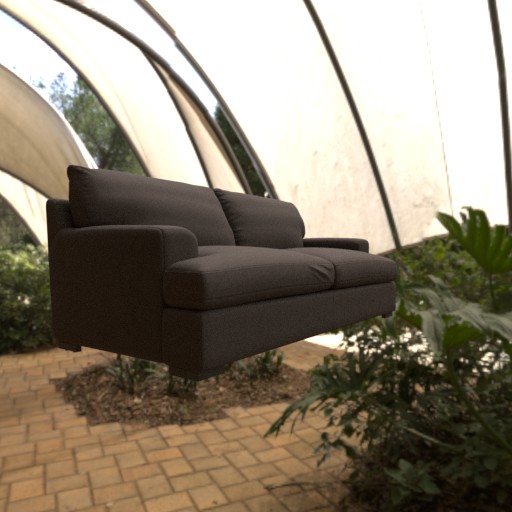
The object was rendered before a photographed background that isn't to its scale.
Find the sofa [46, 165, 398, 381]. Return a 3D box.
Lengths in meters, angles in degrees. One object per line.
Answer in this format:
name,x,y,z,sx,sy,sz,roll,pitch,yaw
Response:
sofa,0.000,0.000,2.862,1.140,0.950,2.271,0,0,36
